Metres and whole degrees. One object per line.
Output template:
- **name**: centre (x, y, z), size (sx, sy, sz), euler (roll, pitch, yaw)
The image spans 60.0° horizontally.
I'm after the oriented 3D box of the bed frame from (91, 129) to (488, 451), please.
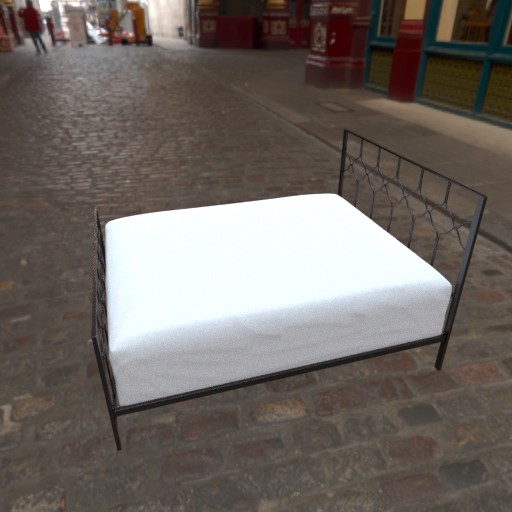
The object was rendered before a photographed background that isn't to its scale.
- **bed frame**: centre (0.000, 0.000, 3.030), size (2.063, 1.222, 1.597), euler (-9, 30, -15)
